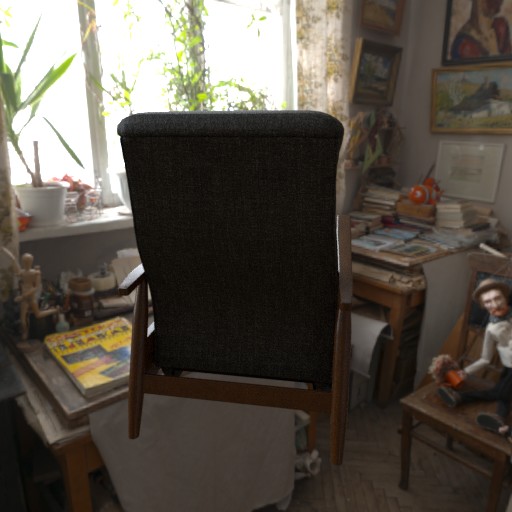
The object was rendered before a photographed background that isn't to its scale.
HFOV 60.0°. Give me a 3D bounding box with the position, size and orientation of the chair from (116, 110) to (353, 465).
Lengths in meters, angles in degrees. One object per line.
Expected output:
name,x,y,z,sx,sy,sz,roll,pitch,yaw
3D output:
chair,0.000,0.000,1.792,0.762,1.082,1.014,3,16,10
